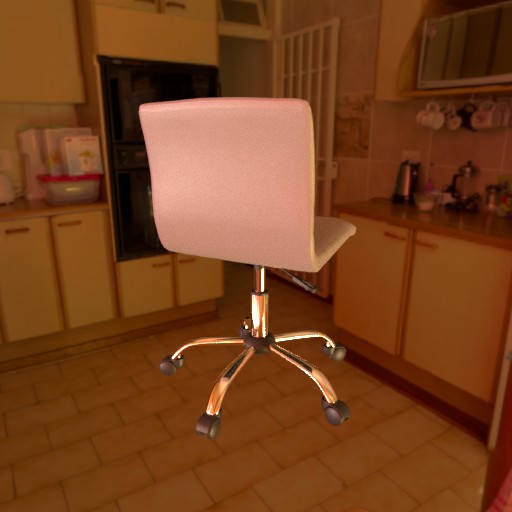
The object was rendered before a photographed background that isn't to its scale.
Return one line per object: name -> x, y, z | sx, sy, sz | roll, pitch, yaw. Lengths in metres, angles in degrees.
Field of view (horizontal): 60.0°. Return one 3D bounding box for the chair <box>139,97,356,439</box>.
chair -> 0.000, 0.000, 1.145 | 0.569, 0.750, 0.542 | 8, 18, 26
